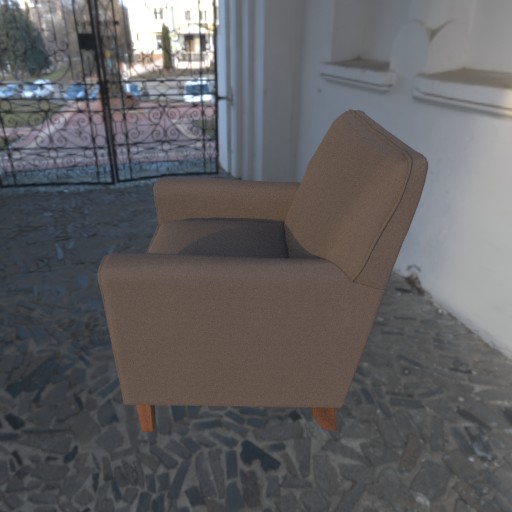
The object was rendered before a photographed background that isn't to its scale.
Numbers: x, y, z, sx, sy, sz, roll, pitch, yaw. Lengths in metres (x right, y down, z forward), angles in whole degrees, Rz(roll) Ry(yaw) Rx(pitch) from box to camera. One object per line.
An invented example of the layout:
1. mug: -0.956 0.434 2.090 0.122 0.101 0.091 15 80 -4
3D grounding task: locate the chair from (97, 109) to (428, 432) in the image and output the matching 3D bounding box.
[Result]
1. chair: 0.000 0.000 1.588 0.831 0.911 0.836 0 27 0
